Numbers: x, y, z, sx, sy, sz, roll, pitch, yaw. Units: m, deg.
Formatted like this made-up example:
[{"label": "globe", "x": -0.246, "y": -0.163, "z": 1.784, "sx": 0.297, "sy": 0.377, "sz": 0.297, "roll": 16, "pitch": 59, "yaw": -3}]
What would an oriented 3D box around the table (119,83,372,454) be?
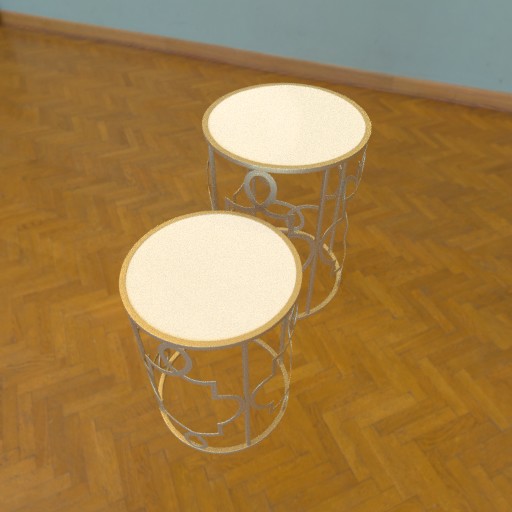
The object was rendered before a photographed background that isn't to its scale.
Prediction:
[{"label": "table", "x": 0.000, "y": 0.000, "z": 1.173, "sx": 0.420, "sy": 0.564, "sz": 0.846, "roll": 15, "pitch": 48, "yaw": 14}]
